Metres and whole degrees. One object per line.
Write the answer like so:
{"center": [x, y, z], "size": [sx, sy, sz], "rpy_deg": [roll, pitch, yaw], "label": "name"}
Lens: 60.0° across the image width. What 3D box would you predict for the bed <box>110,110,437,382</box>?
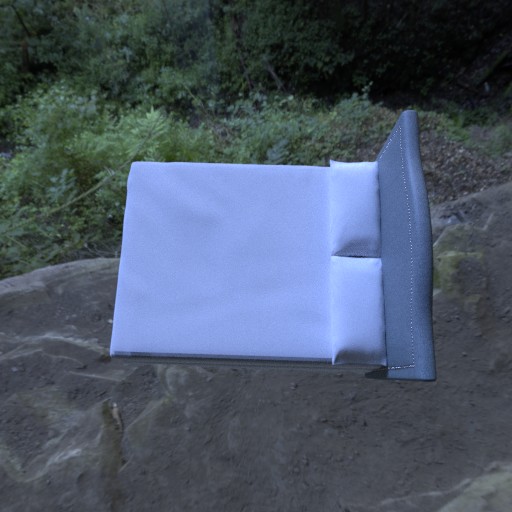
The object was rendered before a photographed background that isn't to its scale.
{"center": [0.000, 0.000, 3.353], "size": [2.143, 1.460, 1.753], "rpy_deg": [2, 75, 0], "label": "bed"}
